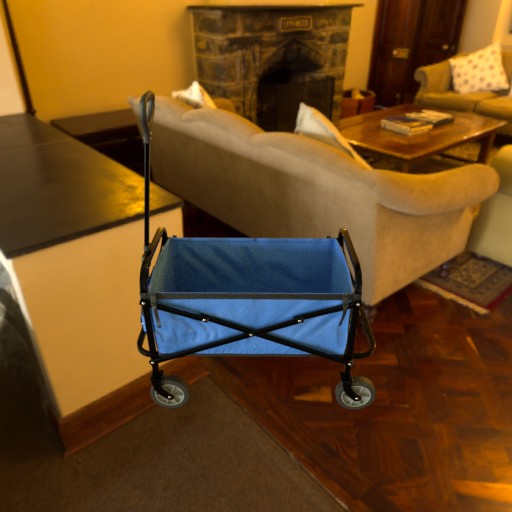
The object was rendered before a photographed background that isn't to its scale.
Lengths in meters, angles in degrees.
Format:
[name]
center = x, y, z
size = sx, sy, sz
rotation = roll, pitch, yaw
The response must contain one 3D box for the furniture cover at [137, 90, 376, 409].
[furniture cover]
center = 0.000, 0.000, 1.836
size = 1.038, 1.295, 0.532
rotation = 0, 30, 0
